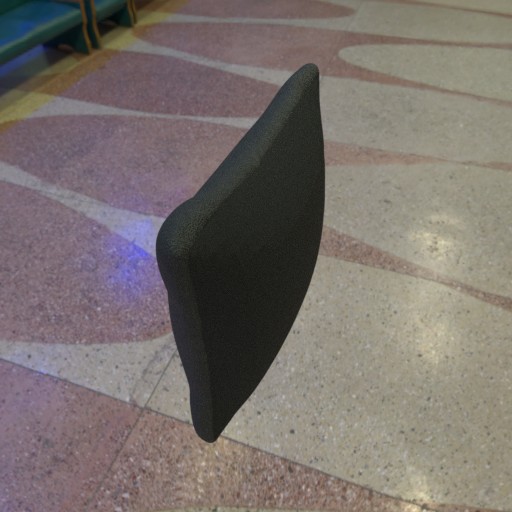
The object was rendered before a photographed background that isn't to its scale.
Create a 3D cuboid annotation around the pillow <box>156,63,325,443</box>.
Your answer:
[{"bbox_3d":[0.000,0.000,0.818,0.210,0.523,0.533,16,48,15],"label":"pillow"}]
